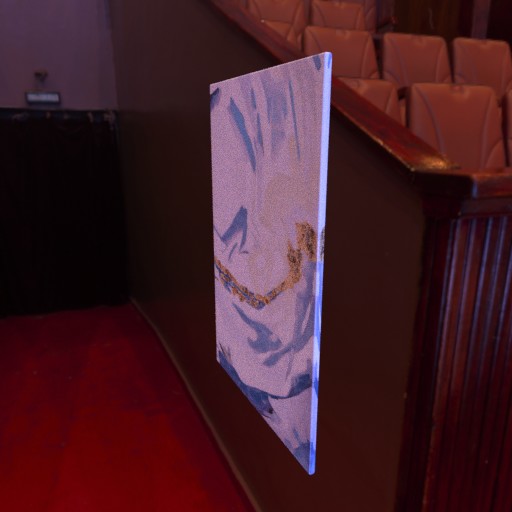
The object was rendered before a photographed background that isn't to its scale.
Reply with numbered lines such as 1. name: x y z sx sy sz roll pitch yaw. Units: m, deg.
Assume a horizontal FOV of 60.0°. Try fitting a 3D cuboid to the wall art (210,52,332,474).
1. wall art: 0.000 0.000 1.184 0.016 0.914 0.610 -7 17 -25
